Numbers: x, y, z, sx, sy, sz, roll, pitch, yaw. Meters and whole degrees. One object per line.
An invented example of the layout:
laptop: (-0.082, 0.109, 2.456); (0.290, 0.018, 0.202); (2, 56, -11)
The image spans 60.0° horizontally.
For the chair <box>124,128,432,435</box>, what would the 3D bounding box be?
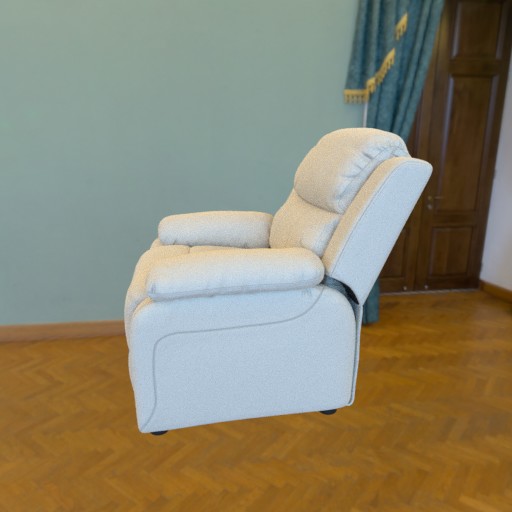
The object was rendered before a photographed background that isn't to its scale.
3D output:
chair: (0.000, 0.000, 1.262); (0.709, 0.702, 0.680); (-2, 16, -9)
